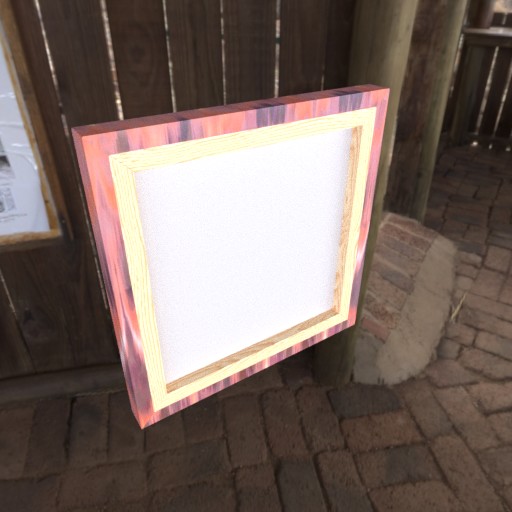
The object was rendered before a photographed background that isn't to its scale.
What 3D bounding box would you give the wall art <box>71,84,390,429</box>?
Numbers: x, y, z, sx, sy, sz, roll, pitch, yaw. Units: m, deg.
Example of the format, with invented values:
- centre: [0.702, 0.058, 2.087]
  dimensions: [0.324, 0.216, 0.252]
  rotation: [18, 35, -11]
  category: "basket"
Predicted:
- centre: [0.000, 0.000, 0.614]
  dimensions: [0.403, 0.406, 0.038]
  rotation: [-19, 36, -28]
  category: "wall art"
